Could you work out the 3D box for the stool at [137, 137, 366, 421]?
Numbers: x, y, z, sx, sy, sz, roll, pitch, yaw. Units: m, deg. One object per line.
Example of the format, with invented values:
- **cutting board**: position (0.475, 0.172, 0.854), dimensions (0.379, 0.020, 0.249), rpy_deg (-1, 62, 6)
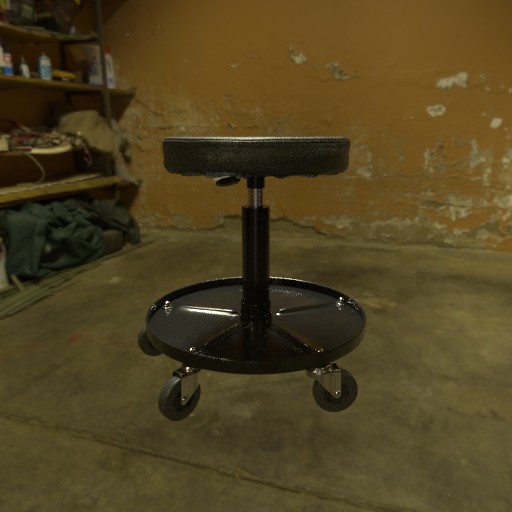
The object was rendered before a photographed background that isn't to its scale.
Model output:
- **stool**: position (0.000, 0.000, 0.703), dimensions (0.381, 0.365, 0.382), rpy_deg (-7, 17, -25)
